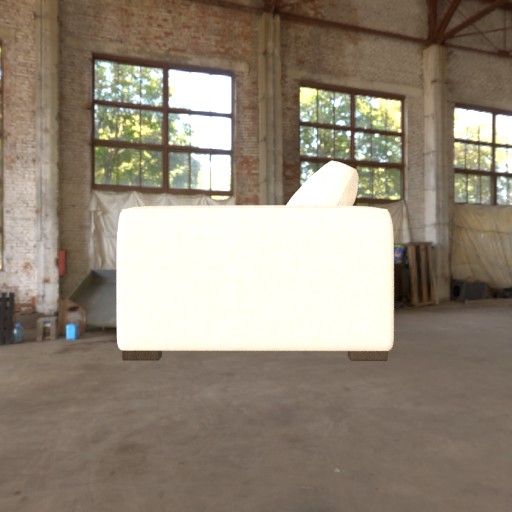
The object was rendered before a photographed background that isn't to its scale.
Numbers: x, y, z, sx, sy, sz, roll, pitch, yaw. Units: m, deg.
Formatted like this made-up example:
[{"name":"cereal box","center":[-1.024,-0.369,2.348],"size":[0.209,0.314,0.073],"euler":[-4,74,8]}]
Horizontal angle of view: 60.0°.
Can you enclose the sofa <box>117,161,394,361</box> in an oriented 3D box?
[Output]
[{"name":"sofa","center":[0.000,0.000,2.765],"size":[1.070,0.801,2.262],"euler":[0,0,0]}]
